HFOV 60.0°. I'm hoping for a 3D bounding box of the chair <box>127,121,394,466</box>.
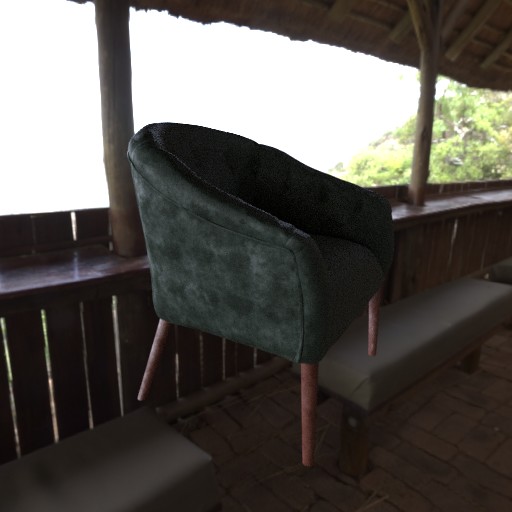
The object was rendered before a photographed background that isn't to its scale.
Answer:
[{"bbox_3d":[0.000,0.000,1.507,0.776,0.885,0.851,8,17,27],"label":"chair"}]
